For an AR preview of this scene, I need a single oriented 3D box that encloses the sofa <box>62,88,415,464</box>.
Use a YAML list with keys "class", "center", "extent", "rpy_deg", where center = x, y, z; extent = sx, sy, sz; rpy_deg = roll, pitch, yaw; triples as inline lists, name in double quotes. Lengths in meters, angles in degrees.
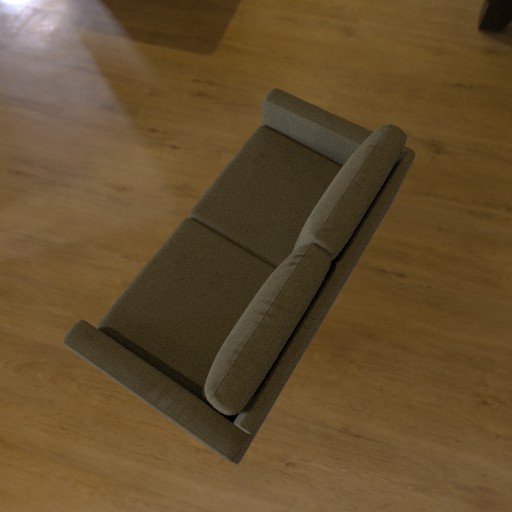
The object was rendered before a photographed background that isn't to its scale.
- class: "sofa"
  center: [0.000, 0.000, 2.263]
  extent: [0.889, 0.897, 1.730]
  rpy_deg: [30, 68, 14]
